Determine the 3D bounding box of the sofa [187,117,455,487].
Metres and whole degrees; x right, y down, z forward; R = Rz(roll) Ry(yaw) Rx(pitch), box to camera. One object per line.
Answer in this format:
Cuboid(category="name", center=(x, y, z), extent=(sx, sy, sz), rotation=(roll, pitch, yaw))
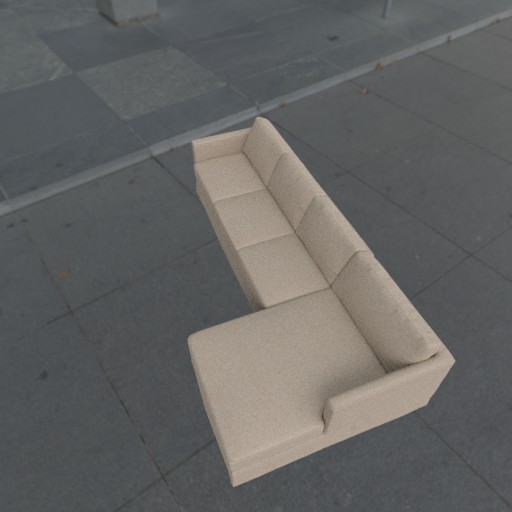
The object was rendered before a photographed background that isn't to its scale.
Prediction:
Cuboid(category="sofa", center=(0.000, 0.000, 3.907), extent=(1.622, 0.867, 3.177), rotation=(-16, 50, -14))
